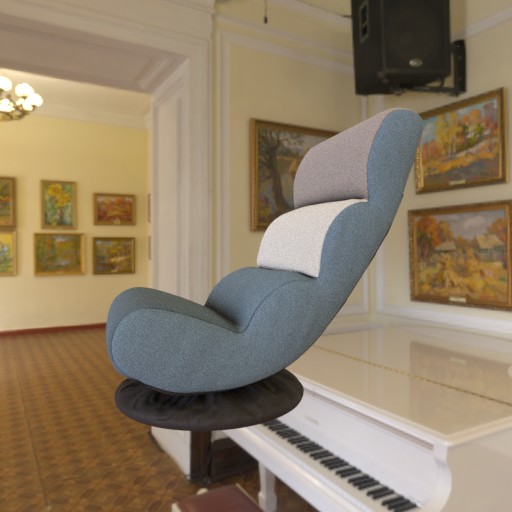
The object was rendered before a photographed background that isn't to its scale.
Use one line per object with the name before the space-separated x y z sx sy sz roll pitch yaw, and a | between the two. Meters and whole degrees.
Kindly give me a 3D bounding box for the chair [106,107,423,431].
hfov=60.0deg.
chair | 0.000 0.000 1.030 0.661 0.641 0.420 0 1 -18
